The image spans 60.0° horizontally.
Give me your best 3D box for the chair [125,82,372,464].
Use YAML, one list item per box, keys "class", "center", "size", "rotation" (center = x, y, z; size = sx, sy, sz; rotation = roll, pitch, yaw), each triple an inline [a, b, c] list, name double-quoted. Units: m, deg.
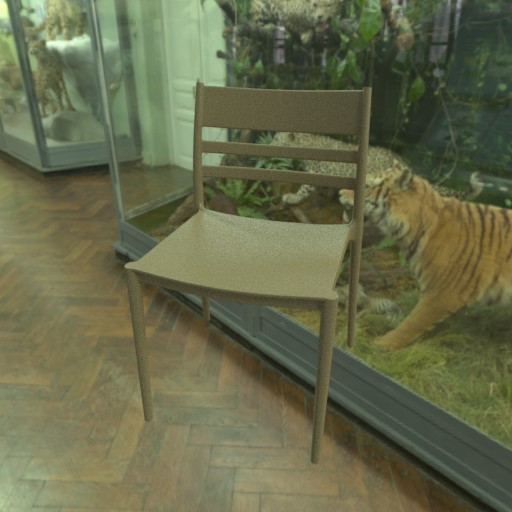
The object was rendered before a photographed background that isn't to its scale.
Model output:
- class: "chair"
  center: [0.000, 0.000, 1.152]
  size: [0.531, 0.800, 0.511]
  rotation: [8, 27, 15]
